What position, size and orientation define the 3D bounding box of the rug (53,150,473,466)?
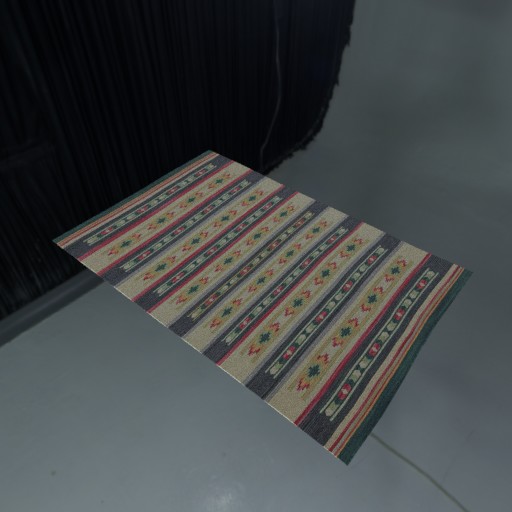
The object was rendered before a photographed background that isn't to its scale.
[{"bbox_3d":[0.000,0.000,2.882,2.311,0.010,1.522,30,51,27],"label":"rug"}]
